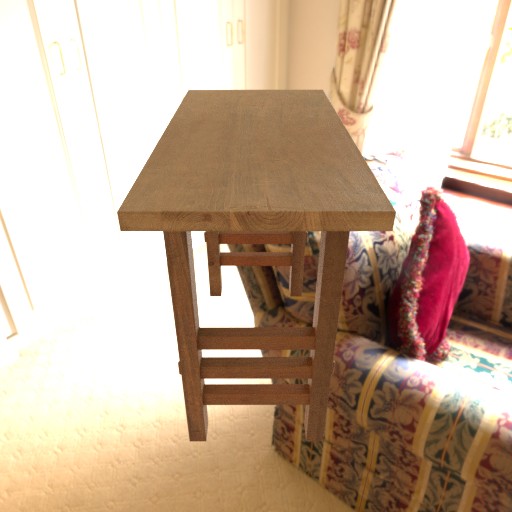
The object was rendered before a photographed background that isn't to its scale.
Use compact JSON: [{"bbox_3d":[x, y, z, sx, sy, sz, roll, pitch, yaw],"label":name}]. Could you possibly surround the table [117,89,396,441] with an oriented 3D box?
[{"bbox_3d":[0.000,0.000,1.596,0.556,0.914,1.119,0,32,0],"label":"table"}]
